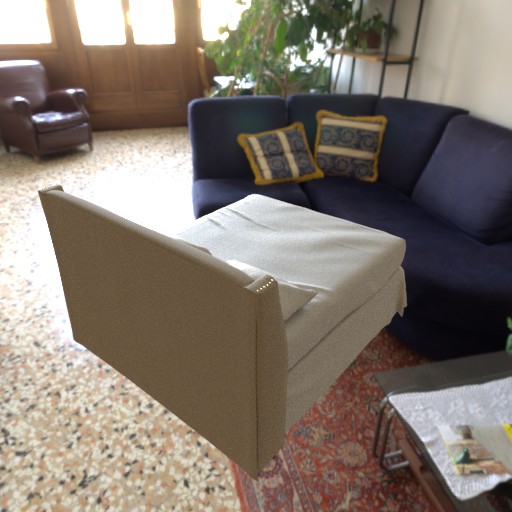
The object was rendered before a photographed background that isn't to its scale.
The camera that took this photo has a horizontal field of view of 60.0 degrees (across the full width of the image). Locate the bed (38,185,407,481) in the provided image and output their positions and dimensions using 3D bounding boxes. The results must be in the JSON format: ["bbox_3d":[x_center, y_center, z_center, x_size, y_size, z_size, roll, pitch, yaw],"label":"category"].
[{"bbox_3d":[0.000,0.000,3.462,1.925,1.332,2.276,22,36,34],"label":"bed"}]
